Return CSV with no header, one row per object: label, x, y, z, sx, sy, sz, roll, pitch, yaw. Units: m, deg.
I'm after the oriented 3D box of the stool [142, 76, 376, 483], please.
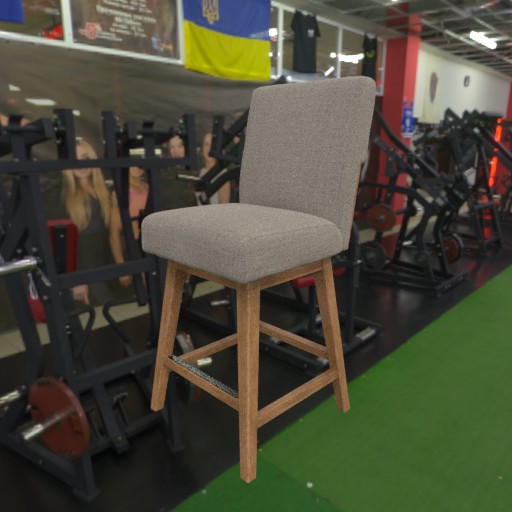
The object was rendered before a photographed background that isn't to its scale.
stool,0.000,0.000,1.319,0.526,1.010,0.459,-14,21,-43
